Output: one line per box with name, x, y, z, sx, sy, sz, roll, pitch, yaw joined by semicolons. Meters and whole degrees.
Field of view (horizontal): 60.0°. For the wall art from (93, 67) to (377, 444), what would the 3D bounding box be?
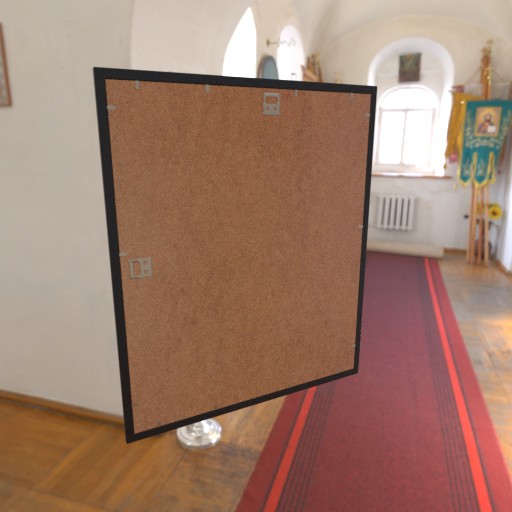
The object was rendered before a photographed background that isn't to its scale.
wall art;0.000;0.000;0.882;0.559;0.660;0.018;-8;17;-27
